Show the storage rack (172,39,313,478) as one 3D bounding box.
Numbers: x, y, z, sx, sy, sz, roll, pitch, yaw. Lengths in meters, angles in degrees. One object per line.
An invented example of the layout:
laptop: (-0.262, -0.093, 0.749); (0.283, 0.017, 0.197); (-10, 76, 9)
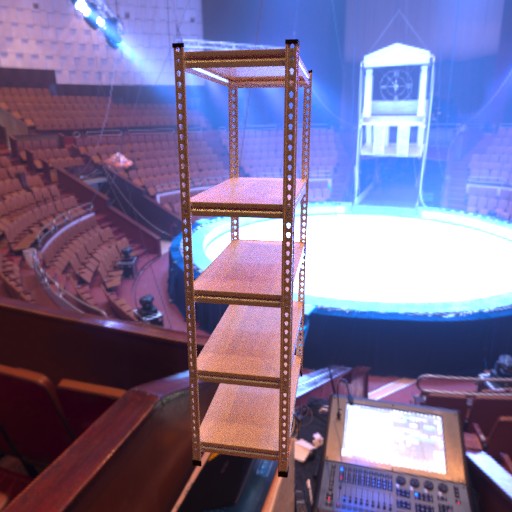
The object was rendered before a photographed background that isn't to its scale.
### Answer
storage rack: (0.000, 0.000, 2.239); (0.457, 1.829, 0.914); (3, 17, 10)
